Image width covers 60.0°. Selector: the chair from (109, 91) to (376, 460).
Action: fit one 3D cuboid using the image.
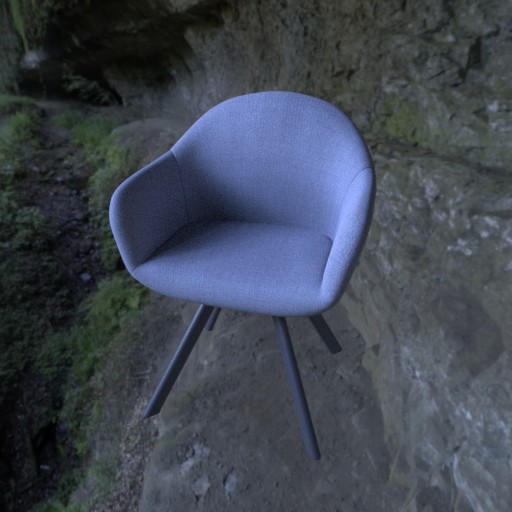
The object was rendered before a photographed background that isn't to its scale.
[{"bbox_3d":[0.000,0.000,1.208,0.590,0.795,0.550,8,28,15],"label":"chair"}]
